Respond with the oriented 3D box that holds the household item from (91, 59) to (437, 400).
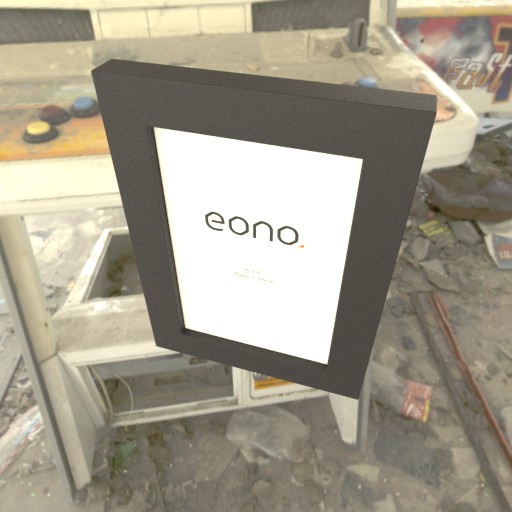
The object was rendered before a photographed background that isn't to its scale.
[{"bbox_3d":[0.000,0.000,0.228,0.133,0.178,0.022,12,42,13],"label":"household item"}]
